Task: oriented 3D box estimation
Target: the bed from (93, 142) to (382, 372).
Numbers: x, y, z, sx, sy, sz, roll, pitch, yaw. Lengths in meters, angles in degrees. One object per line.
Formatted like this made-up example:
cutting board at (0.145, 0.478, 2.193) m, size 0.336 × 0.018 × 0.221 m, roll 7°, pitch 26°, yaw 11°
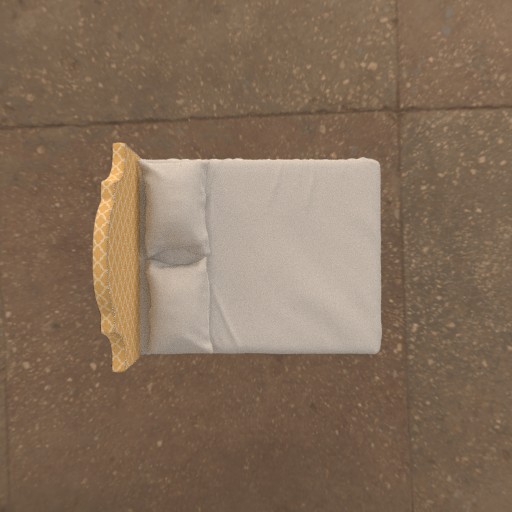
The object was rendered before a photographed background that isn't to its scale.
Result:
bed at (0.000, 0.000, 3.465) m, size 2.222 × 1.633 × 1.780 m, roll 0°, pitch 90°, yaw 0°
